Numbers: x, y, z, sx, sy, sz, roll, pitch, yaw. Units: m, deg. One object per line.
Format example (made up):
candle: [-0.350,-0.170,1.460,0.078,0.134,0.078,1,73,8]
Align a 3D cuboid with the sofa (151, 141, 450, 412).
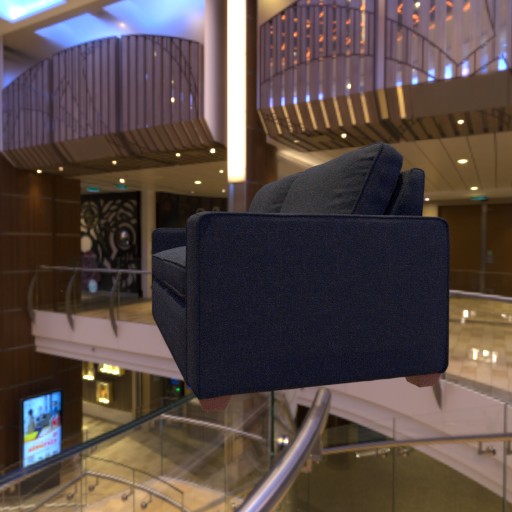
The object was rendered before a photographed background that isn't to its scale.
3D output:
sofa: [0.000,0.000,2.244,0.947,0.918,1.709,0,2,-17]
